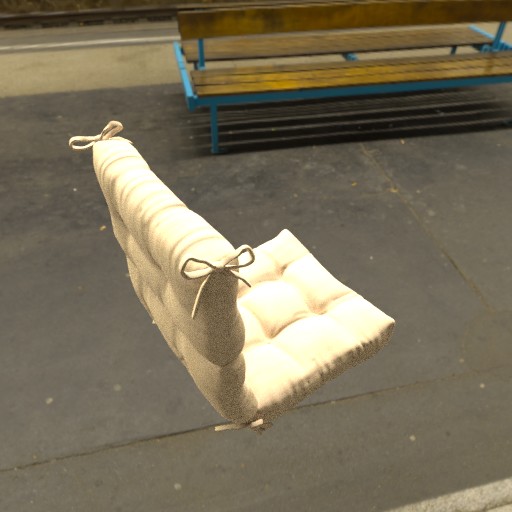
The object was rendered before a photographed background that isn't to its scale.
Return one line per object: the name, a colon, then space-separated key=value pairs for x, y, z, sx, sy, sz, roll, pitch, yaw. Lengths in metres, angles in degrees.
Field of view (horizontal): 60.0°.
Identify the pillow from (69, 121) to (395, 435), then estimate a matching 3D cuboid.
pillow: x=0.000 y=0.000 z=1.026 sx=0.571 sy=0.605 sz=0.519 roll=-25 pitch=47 yaw=-25
